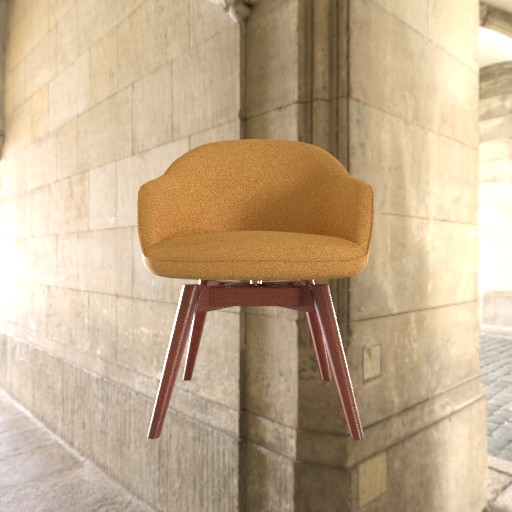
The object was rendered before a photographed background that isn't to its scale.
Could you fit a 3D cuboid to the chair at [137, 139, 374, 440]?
[{"bbox_3d":[0.000,0.000,1.265,0.596,0.823,0.635,0,0,1],"label":"chair"}]
